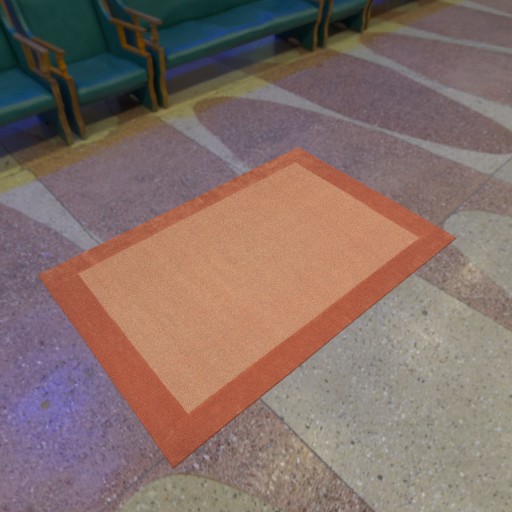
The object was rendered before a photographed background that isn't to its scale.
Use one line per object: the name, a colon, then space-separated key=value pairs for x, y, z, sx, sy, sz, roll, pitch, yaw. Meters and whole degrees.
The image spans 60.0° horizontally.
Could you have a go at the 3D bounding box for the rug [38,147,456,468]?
rug: x=0.000 y=0.000 z=2.310 sx=1.829 sy=0.014 sz=1.219 roll=-32 pitch=53 yaw=-28
